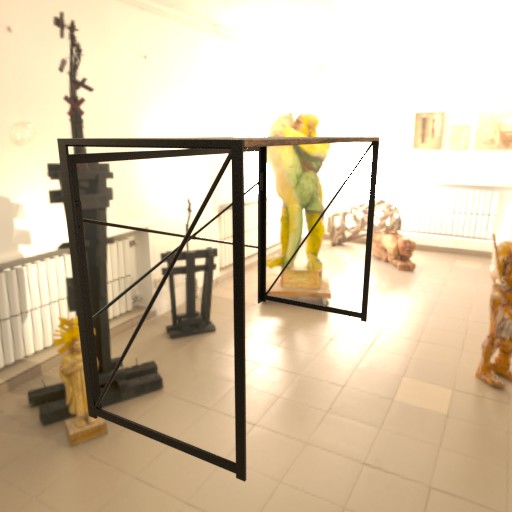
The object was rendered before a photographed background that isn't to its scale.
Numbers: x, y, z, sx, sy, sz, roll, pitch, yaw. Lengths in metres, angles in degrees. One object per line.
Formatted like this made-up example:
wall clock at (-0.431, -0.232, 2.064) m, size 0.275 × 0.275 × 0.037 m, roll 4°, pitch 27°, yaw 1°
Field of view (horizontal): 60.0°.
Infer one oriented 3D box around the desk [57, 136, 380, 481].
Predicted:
desk at (0.000, 0.000, 1.447) m, size 0.505 × 0.747 × 1.015 m, roll 8°, pitch 17°, yaw 28°
